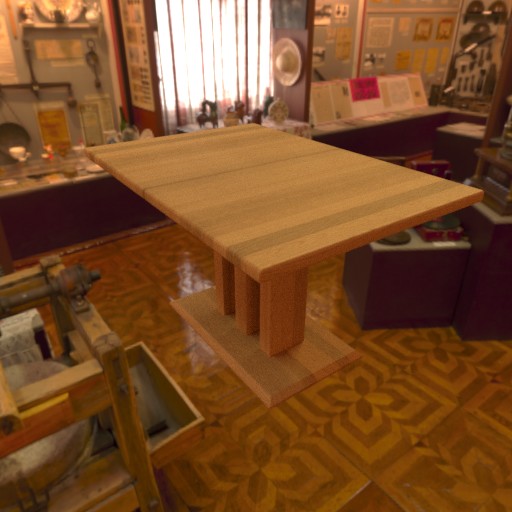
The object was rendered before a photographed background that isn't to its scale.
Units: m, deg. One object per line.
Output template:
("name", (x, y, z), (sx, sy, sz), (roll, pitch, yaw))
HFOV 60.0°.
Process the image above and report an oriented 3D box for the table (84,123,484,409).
("table", (0.000, 0.000, 1.850), (0.900, 0.770, 1.300), (-18, 33, -31))
